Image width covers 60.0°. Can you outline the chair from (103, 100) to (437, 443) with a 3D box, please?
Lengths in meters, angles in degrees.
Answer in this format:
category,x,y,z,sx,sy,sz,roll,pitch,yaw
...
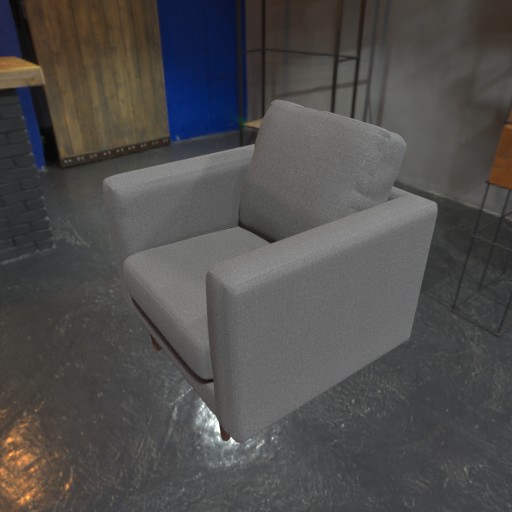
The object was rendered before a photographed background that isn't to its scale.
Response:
category,x,y,z,sx,sy,sz,roll,pitch,yaw
chair,0.000,0.000,1.565,0.800,0.927,0.854,-20,36,-30
